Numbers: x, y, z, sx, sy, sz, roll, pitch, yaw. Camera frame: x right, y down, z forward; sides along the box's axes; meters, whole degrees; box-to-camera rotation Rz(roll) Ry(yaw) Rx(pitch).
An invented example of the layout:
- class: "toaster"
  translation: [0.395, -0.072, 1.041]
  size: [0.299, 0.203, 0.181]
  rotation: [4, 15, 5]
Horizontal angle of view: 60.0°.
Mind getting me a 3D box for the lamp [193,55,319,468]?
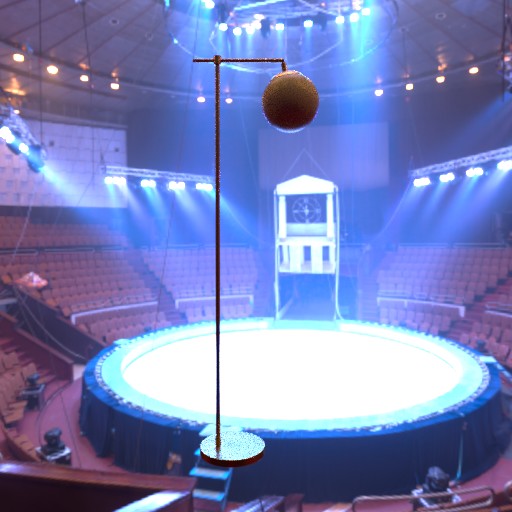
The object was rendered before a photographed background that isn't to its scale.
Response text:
- class: "lamp"
  translation: [0.000, 0.000, 1.688]
  size: [0.476, 1.505, 0.249]
  rotation: [0, 1, 0]
